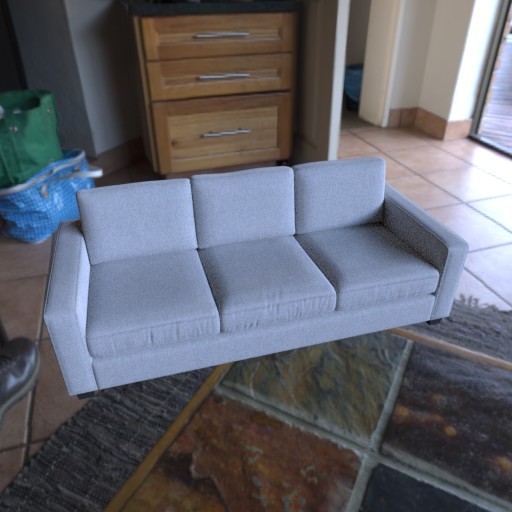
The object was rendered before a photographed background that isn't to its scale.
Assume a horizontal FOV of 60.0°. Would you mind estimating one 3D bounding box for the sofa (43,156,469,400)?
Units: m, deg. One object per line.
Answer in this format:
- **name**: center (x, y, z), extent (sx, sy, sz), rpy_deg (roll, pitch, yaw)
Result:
- **sofa**: center (0.000, 0.000, 2.528), extent (2.120, 0.800, 0.900), rpy_deg (-9, 33, -14)
